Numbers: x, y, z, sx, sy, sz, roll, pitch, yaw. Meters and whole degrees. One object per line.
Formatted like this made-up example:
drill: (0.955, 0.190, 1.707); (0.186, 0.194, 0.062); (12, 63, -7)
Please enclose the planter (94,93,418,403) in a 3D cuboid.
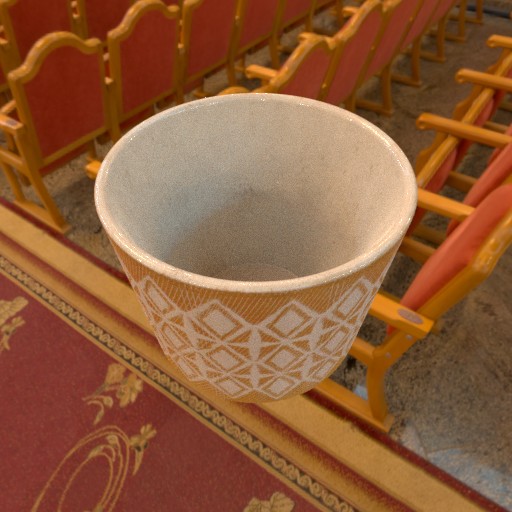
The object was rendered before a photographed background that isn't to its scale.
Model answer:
planter: (0.000, 0.000, 0.216); (0.126, 0.104, 0.126); (0, 47, 0)
